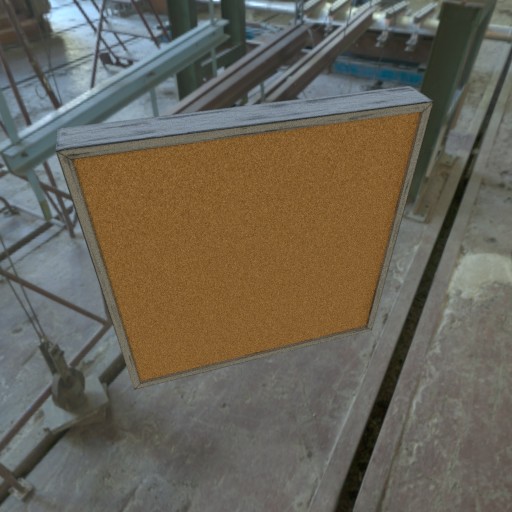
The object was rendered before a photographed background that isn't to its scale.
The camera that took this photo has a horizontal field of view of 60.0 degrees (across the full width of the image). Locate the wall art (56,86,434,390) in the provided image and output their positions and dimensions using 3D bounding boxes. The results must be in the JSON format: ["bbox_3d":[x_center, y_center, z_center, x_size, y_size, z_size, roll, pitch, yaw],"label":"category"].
[{"bbox_3d":[0.000,0.000,0.456,0.303,0.303,0.036,-11,43,-12],"label":"wall art"}]
